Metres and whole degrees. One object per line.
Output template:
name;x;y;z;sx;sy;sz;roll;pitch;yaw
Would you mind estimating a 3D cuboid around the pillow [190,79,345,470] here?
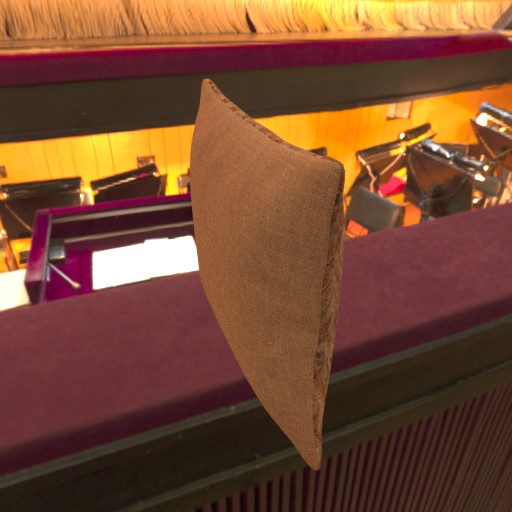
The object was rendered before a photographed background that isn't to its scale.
pillow;0.000;0.000;0.777;0.166;0.506;0.523;-11;33;-18
